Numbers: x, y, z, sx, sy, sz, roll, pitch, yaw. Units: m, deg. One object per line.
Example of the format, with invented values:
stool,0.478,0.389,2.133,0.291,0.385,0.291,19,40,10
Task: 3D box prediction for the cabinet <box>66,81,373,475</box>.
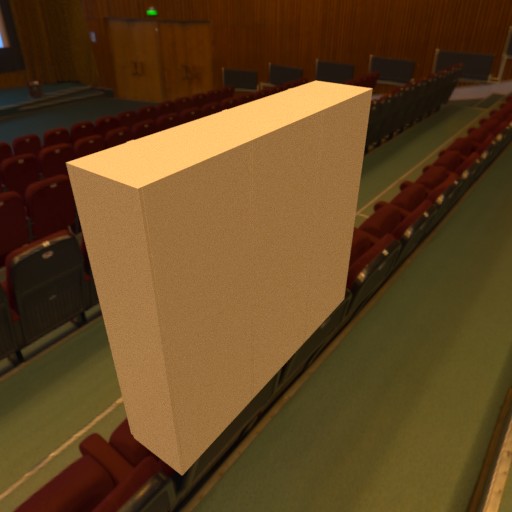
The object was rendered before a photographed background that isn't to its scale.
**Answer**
cabinet,0.000,0.000,3.811,0.590,2.370,2.700,22,38,30
